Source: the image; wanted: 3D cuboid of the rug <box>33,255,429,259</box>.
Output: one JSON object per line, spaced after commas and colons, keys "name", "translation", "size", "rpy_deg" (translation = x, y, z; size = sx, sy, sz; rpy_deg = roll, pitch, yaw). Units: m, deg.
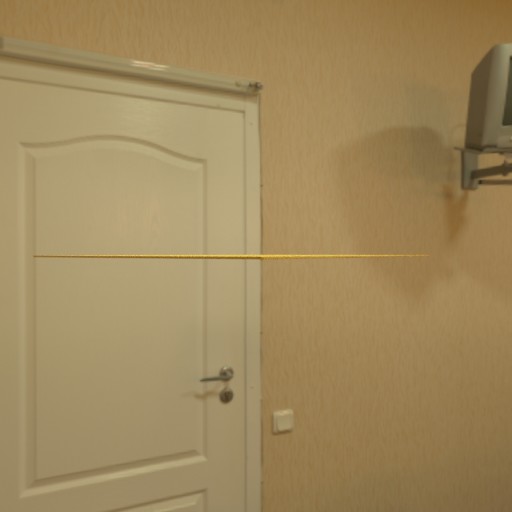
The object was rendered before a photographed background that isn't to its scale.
{"name": "rug", "translation": [0.000, 0.000, 4.472], "size": [2.486, 0.015, 3.242], "rpy_deg": [0, 0, 37]}
